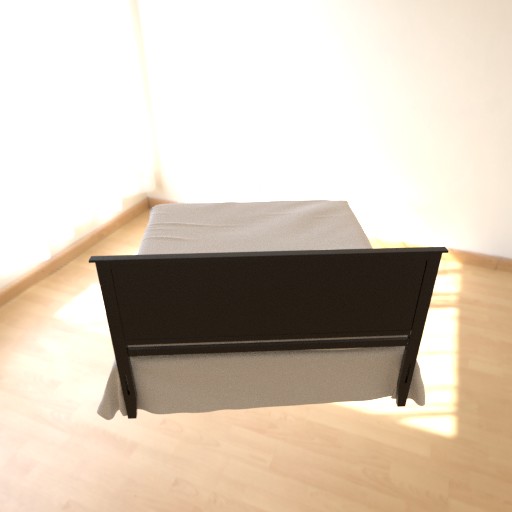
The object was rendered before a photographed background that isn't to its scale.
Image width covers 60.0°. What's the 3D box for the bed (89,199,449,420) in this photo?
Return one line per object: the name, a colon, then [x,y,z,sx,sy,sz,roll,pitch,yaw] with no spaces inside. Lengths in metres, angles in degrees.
bed: [0.000,0.000,3.716,2.315,1.271,2.219,-2,30,-3]
